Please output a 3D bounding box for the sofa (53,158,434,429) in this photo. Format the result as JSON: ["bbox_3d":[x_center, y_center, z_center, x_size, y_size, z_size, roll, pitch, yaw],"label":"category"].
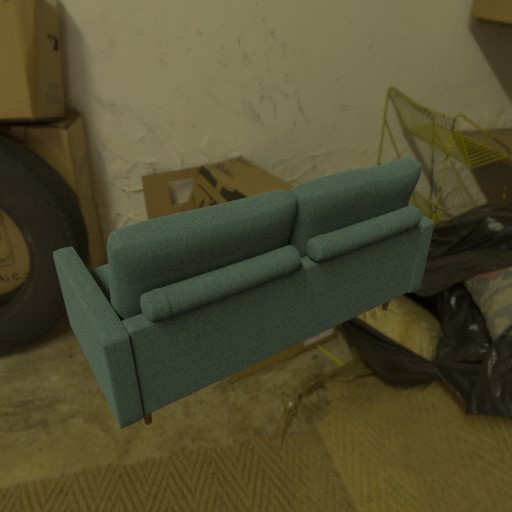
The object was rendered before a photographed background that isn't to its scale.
[{"bbox_3d":[0.000,0.000,2.569,2.010,1.050,0.966,-18,34,-29],"label":"sofa"}]
